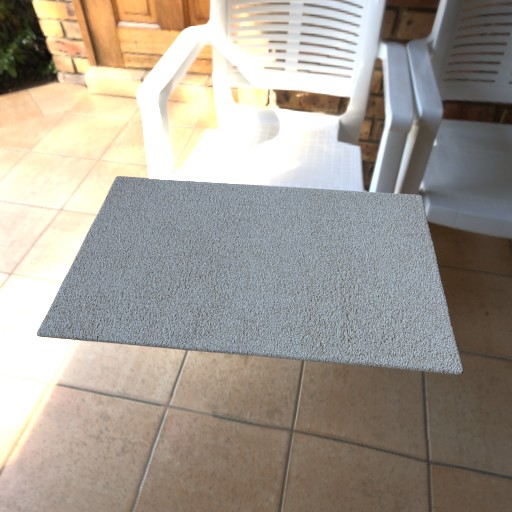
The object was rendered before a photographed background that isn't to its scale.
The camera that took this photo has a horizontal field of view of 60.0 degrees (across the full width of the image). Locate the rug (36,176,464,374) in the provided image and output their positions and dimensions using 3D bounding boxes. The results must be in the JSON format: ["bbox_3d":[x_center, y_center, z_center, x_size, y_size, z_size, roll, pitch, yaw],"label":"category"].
[{"bbox_3d":[0.000,0.000,3.016,2.438,0.030,1.524,4,47,4],"label":"rug"}]
